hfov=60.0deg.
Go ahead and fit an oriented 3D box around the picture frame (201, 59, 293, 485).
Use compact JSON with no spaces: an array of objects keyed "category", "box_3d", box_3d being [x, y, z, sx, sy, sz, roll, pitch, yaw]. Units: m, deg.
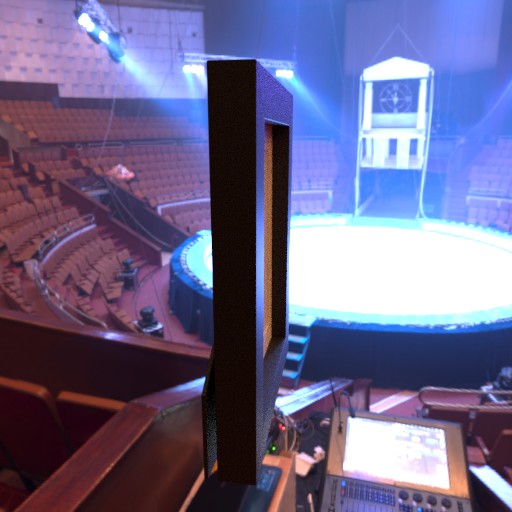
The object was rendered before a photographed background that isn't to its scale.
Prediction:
[{"category":"picture frame","box_3d":[0.000,0.000,0.284,0.028,0.208,0.157,3,15,10]}]
